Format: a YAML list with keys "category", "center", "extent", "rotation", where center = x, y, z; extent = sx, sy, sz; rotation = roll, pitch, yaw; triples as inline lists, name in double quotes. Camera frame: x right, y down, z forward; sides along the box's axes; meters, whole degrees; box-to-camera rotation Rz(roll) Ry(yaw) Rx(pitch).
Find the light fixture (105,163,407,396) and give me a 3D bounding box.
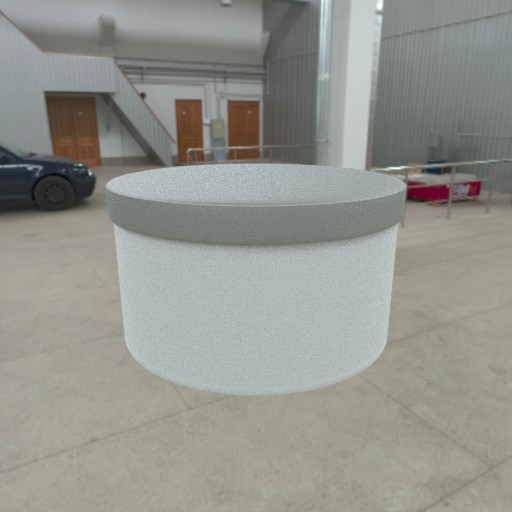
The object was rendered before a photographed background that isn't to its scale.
- category: "light fixture"
  center: [0.000, 0.000, 0.641]
  extent: [0.393, 0.229, 0.393]
  rotation: [0, 17, 0]
